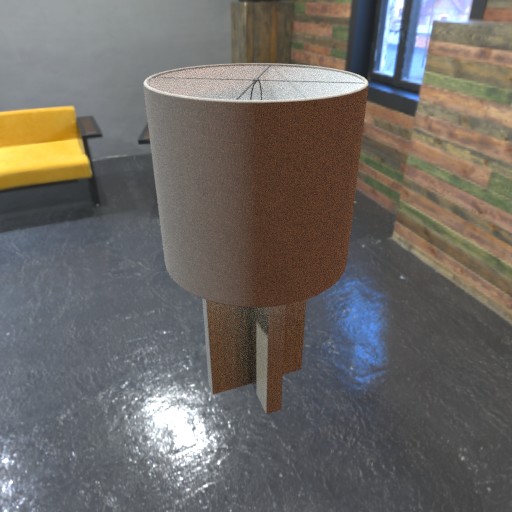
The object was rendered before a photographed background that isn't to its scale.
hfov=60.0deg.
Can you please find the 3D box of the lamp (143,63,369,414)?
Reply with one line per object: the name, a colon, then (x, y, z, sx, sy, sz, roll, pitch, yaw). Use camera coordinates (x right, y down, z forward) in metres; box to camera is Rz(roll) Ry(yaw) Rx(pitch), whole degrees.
lamp: (0.000, 0.000, 0.568, 0.229, 0.428, 0.229, -11, 32, -18)
